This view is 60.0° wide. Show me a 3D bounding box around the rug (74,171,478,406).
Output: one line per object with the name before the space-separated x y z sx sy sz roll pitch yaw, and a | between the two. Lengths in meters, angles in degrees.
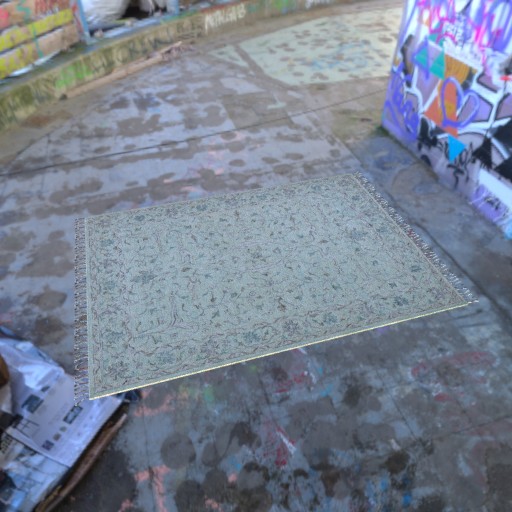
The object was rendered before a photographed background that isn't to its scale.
rug | 0.000 0.000 2.303 1.802 0.008 1.247 -11 43 -13
